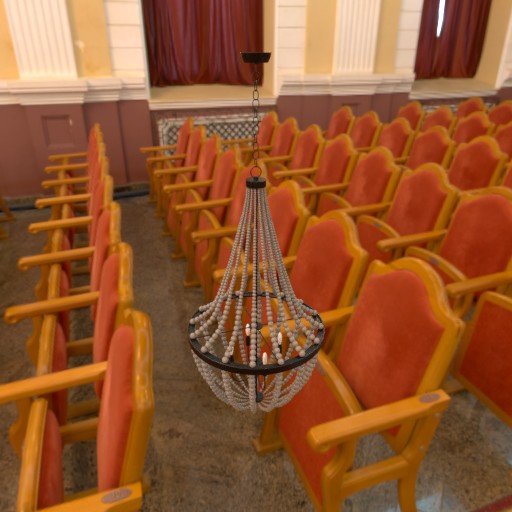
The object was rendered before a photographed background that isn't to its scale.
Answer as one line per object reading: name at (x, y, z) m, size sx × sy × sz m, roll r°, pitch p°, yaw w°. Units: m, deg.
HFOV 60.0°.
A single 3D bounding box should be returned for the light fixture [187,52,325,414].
light fixture at (0.000, 0.000, 1.357) m, size 0.450 × 1.133 × 0.450 m, roll 0°, pitch 25°, yaw 0°
